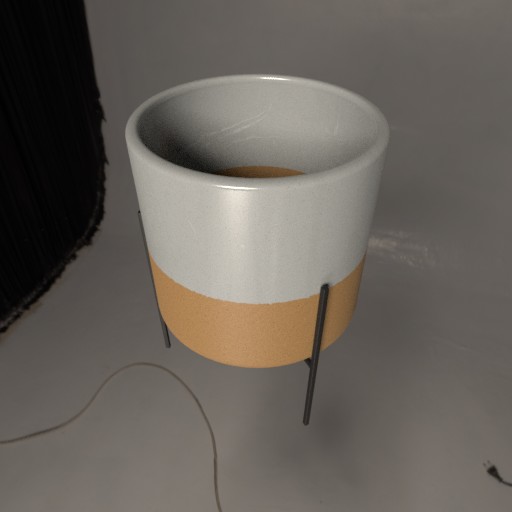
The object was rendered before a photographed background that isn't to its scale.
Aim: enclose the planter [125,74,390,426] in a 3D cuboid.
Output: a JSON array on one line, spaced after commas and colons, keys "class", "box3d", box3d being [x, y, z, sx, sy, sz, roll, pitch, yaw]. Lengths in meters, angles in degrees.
[{"class": "planter", "box3d": [0.000, 0.000, 0.654, 0.310, 0.432, 0.310, 11, 42, 13]}]
